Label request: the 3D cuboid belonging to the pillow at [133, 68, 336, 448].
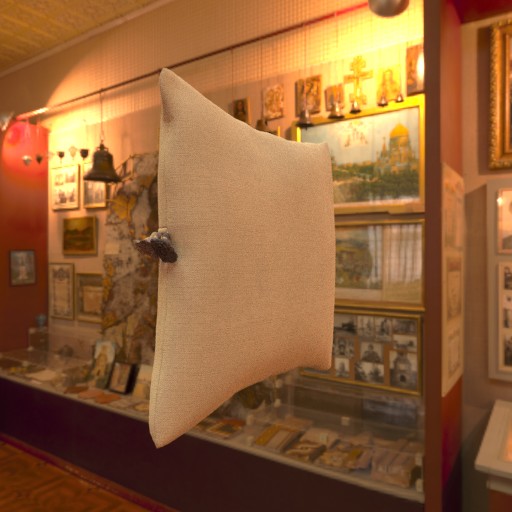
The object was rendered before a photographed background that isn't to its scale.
[{"bbox_3d":[0.000,0.000,0.755,0.165,0.481,0.489,0,0,36],"label":"pillow"}]
